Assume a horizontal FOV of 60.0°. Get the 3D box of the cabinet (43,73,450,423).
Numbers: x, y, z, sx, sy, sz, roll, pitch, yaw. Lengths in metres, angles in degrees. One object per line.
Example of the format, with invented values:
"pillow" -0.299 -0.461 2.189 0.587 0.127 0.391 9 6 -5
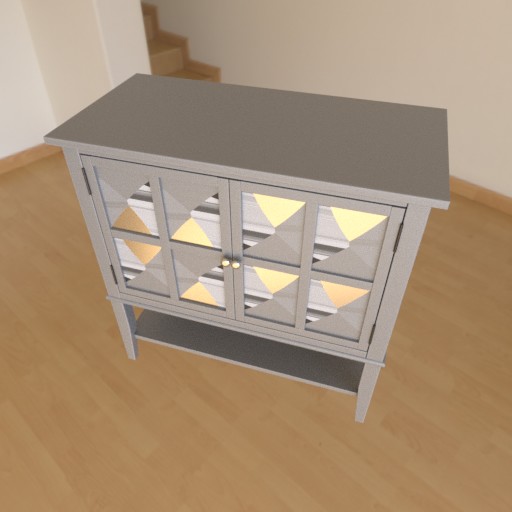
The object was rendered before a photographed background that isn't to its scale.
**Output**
"cabinet" 0.000 0.000 1.226 0.801 0.780 0.396 12 43 13
